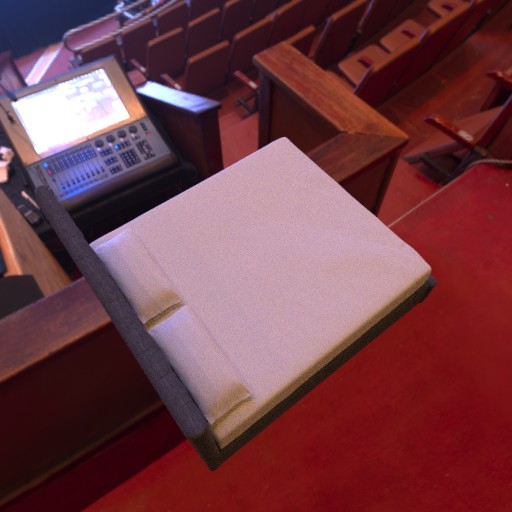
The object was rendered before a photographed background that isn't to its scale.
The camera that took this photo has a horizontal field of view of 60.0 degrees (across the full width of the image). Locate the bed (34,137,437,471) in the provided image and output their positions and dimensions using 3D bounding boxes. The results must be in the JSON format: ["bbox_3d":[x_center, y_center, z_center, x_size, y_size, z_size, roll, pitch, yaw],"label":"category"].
[{"bbox_3d":[0.000,0.000,3.613,2.387,1.427,2.078,-33,64,-19],"label":"bed"}]
